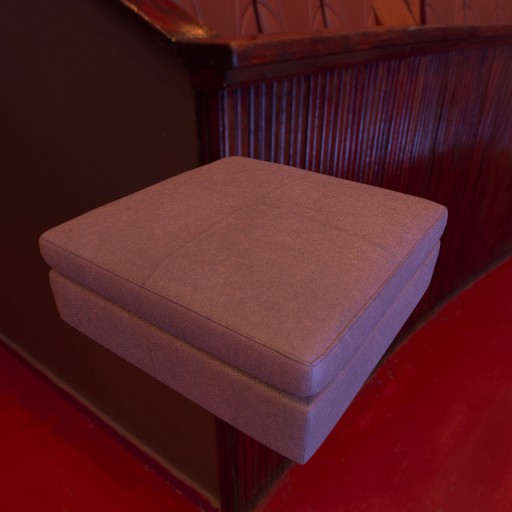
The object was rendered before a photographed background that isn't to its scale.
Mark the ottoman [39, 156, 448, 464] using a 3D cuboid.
[{"bbox_3d":[0.000,0.000,1.773,1.168,0.490,1.168,20,36,30],"label":"ottoman"}]
